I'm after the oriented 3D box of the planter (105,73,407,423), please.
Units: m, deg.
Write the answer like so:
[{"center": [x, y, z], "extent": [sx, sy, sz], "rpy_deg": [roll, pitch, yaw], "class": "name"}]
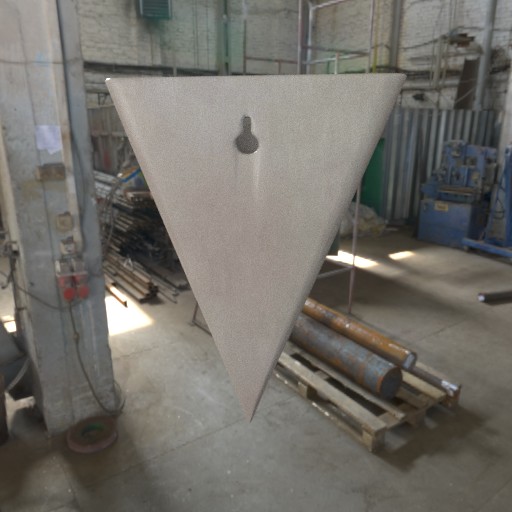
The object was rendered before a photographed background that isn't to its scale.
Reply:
[{"center": [0.000, 0.000, 0.268], "extent": [0.150, 0.197, 0.060], "rpy_deg": [3, 17, 9], "class": "planter"}]
